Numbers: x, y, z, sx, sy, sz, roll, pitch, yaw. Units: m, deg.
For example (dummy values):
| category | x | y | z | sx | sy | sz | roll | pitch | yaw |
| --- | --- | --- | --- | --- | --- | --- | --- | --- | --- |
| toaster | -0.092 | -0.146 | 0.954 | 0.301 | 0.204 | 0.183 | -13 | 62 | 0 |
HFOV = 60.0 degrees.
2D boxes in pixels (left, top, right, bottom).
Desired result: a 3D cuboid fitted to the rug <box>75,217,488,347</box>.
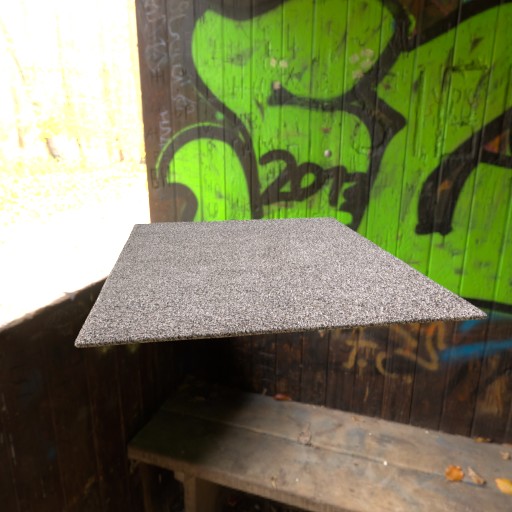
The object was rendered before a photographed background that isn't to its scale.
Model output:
| category | x | y | z | sx | sy | sz | roll | pitch | yaw |
| --- | --- | --- | --- | --- | --- | --- | --- | --- | --- |
| rug | 0.000 | 0.000 | 3.979 | 2.438 | 0.029 | 3.047 | -3 | 17 | -8 |
